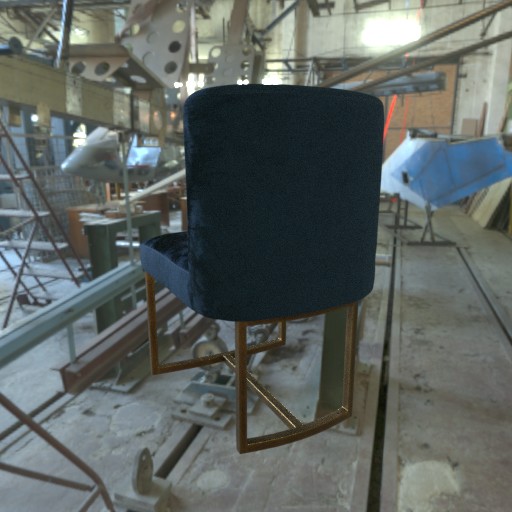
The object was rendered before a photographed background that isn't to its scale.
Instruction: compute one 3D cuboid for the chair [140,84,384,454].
[{"bbox_3d":[0.000,0.000,1.223,0.530,0.824,0.560,-7,15,-27],"label":"chair"}]
